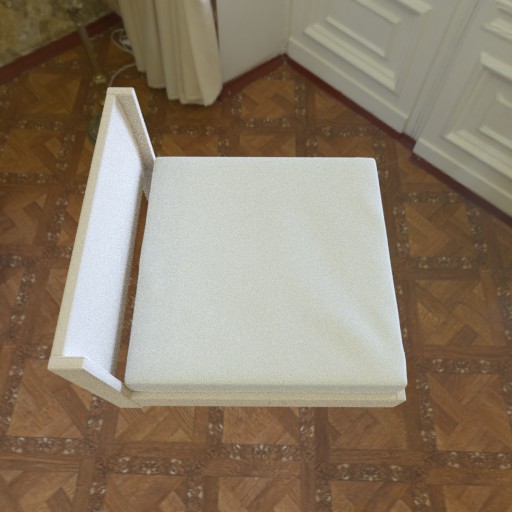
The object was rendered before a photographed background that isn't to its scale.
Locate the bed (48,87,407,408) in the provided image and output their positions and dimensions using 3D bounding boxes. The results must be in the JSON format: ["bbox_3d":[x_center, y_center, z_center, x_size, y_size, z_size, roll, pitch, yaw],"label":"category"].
[{"bbox_3d":[0.000,0.000,3.549,2.293,1.471,2.145,0,63,0],"label":"bed"}]
